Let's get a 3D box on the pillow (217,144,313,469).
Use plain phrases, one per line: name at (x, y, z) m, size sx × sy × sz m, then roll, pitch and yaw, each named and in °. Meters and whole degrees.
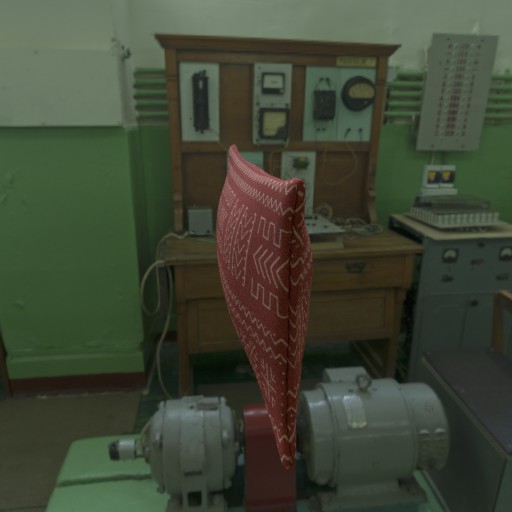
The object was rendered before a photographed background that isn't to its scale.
pillow at (0.000, 0.000, 0.789) m, size 0.130 × 0.352 × 0.640 m, roll -3°, pitch 17°, yaw -9°
